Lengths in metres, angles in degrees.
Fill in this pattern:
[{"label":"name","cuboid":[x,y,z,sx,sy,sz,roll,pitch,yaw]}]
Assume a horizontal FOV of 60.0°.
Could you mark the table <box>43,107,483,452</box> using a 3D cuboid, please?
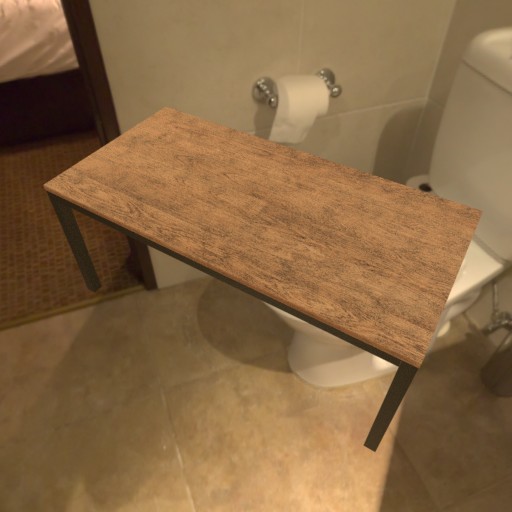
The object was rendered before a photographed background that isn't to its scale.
[{"label":"table","cuboid":[0.000,0.000,2.298,1.805,0.767,0.893,24,51,21]}]
